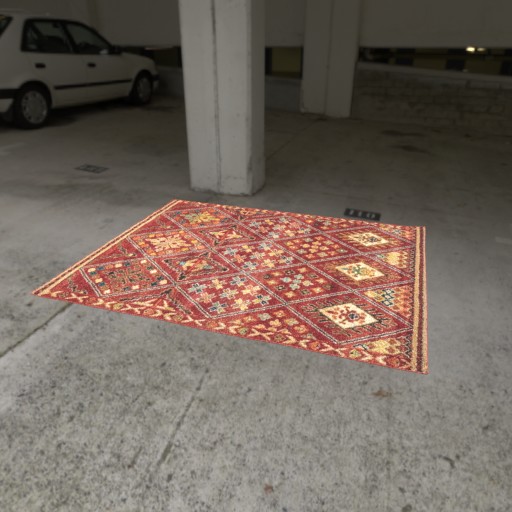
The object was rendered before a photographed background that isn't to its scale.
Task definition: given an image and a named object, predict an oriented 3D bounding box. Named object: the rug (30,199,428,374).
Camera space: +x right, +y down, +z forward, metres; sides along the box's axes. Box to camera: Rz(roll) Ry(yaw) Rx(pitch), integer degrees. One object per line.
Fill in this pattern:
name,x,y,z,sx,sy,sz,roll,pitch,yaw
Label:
rug,0.000,0.000,4.237,3.086,0.030,2.489,8,27,16
